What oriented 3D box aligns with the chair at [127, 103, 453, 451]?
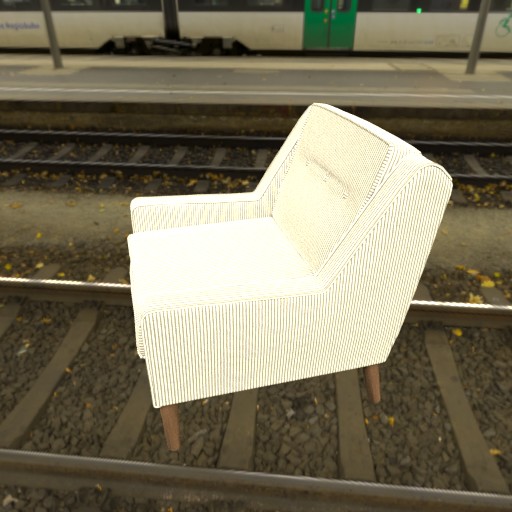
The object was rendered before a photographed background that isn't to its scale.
[{"bbox_3d":[0.000,0.000,1.337,0.743,0.792,0.663,-8,31,-13],"label":"chair"}]
